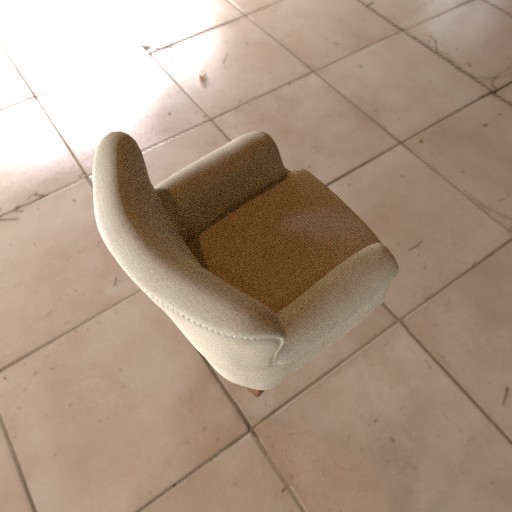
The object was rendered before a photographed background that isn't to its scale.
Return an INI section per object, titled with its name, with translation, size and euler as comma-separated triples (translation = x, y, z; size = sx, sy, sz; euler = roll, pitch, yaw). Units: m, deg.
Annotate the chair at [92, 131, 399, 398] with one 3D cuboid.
[chair]
translation = 0.000, 0.000, 1.670
size = 0.921, 0.936, 0.861
euler = -31, 63, -18
